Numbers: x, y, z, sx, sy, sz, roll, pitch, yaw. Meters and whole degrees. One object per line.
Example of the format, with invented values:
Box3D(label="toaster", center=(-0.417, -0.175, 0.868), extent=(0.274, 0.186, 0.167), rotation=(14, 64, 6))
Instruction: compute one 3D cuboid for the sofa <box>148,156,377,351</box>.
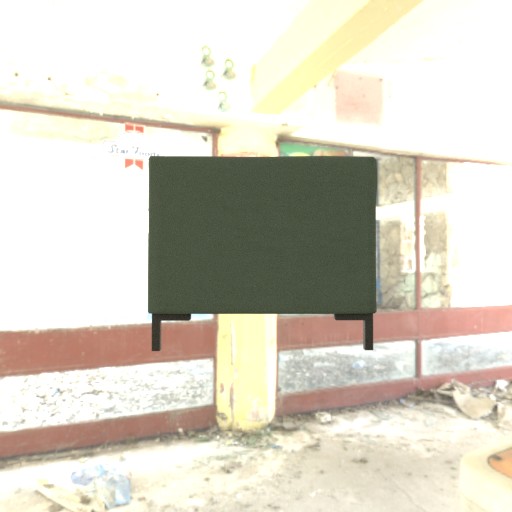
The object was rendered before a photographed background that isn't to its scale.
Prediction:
Box3D(label="sofa", center=(0.000, 0.000, 2.525), extent=(0.817, 0.681, 2.130), rotation=(0, -1, -1))
